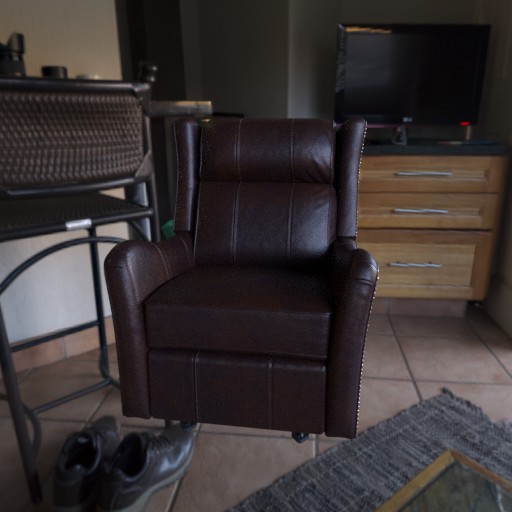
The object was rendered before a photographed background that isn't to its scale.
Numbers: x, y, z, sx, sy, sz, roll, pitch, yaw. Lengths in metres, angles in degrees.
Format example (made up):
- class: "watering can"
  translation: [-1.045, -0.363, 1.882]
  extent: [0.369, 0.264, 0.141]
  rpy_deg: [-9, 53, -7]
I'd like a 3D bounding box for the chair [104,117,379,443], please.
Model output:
- class: "chair"
  translation: [0.000, 0.000, 1.798]
  extent: [0.869, 1.084, 1.008]
  rpy_deg: [2, 17, 8]
